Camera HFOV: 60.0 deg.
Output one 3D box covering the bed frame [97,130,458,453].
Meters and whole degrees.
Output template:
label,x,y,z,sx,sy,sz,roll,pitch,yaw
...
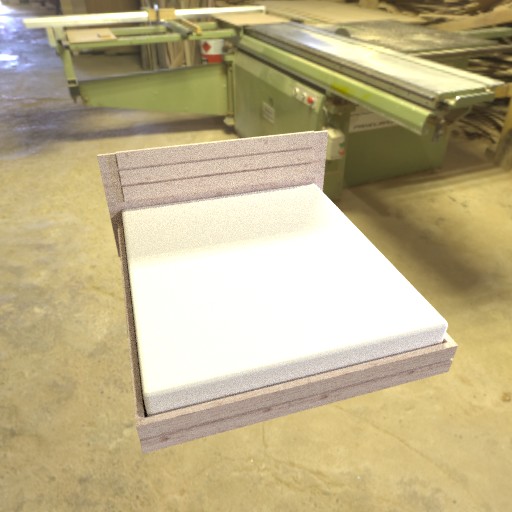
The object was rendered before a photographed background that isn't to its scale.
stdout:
label,x,y,z,sx,sy,sz,roll,pitch,yaw
bed frame,0.000,0.000,3.131,1.950,0.970,2.080,-10,36,-14
